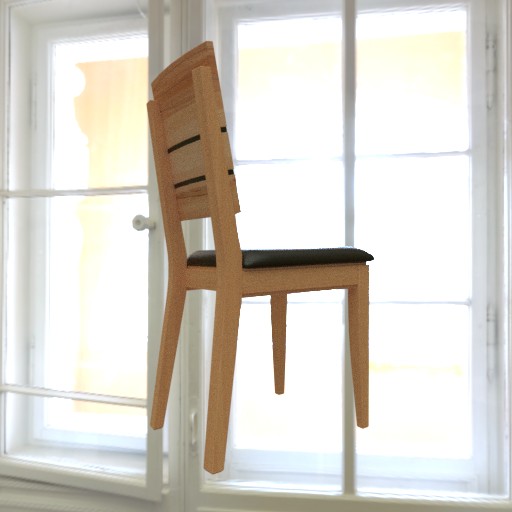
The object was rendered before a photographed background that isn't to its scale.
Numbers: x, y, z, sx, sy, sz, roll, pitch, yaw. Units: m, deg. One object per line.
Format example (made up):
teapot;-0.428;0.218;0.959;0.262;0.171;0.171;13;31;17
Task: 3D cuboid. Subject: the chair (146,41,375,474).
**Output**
chair;0.000;0.000;1.223;0.520;0.940;0.410;0;0;-36
